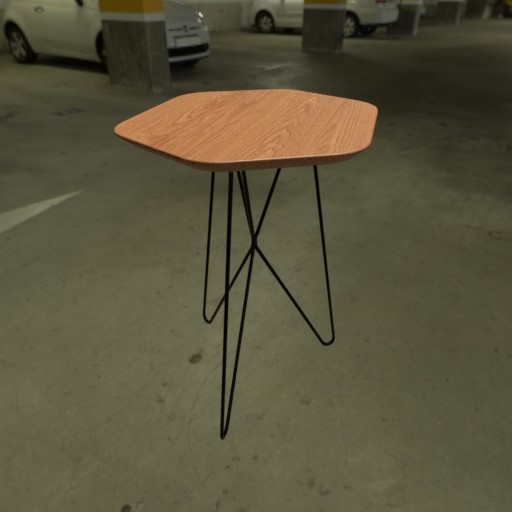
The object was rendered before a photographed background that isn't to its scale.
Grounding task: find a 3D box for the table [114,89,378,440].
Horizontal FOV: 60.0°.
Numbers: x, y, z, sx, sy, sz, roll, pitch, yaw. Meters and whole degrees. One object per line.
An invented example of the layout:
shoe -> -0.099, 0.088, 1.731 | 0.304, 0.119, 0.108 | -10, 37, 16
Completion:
table -> 0.000, 0.000, 0.905 | 0.400, 0.562, 0.500 | 8, 32, 14
